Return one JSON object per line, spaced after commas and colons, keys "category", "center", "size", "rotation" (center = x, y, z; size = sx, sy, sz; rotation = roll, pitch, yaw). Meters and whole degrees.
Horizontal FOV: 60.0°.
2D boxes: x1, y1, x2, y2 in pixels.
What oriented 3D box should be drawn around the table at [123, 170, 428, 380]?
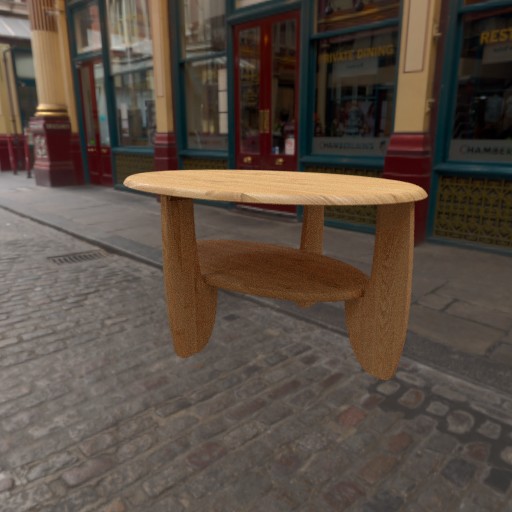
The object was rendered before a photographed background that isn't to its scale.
{"category": "table", "center": [0.000, 0.000, 1.423], "size": [1.040, 0.490, 0.690], "rotation": [14, 20, 43]}
